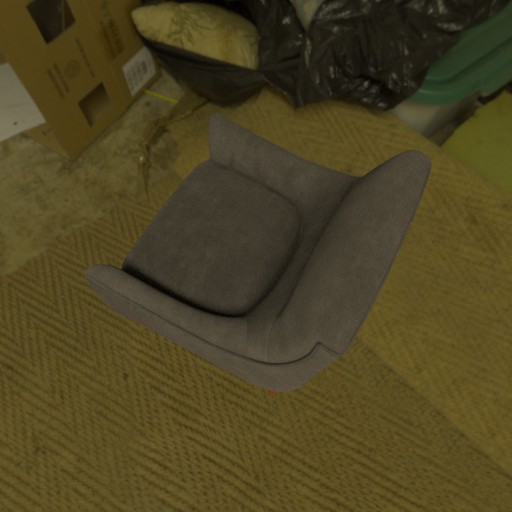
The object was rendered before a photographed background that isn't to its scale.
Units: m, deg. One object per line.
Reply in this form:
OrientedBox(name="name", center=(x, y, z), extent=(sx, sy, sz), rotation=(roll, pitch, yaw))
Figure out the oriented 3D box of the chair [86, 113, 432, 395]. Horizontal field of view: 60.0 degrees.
OrientedBox(name="chair", center=(0.000, 0.000, 1.496), extent=(0.787, 0.838, 0.762), rotation=(26, 65, 13))
